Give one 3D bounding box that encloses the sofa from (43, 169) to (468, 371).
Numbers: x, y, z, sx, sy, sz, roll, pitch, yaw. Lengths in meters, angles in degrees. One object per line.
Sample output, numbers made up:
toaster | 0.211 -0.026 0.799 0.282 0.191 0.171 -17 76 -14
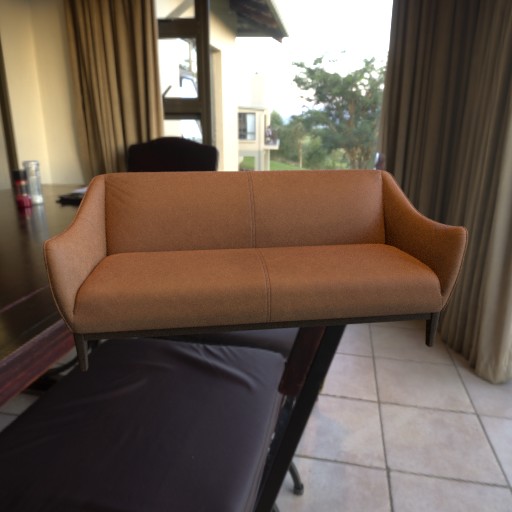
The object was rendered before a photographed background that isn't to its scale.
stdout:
sofa | 0.000 0.000 2.402 1.928 0.830 0.869 -2 17 -7
